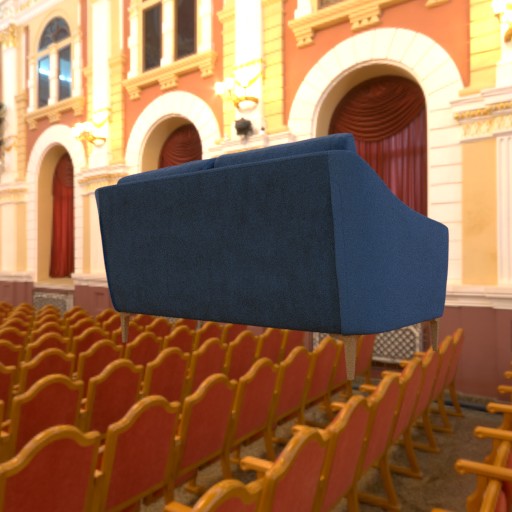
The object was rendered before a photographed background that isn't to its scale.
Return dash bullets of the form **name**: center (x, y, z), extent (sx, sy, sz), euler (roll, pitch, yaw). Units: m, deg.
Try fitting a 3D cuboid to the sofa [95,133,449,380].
- **sofa**: center (0.000, 0.000, 2.210), extent (1.619, 0.902, 0.960), euler (-1, -1, 36)
